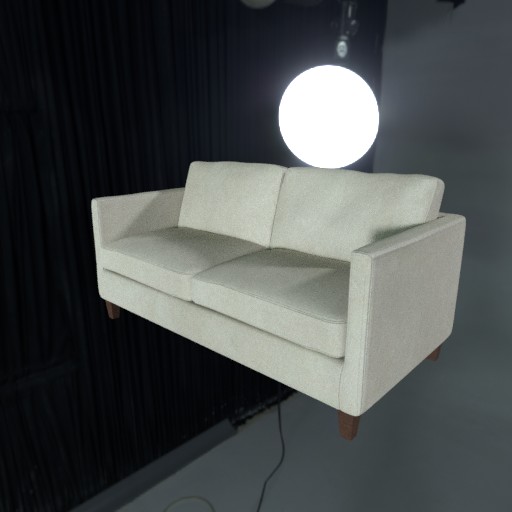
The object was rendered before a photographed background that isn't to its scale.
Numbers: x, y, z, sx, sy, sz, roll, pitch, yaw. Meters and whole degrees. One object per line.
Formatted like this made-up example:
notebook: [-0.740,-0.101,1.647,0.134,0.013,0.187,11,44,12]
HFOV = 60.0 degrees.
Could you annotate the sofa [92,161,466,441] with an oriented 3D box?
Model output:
sofa: [0.000,0.000,2.395,1.846,0.940,0.950,14,21,40]
